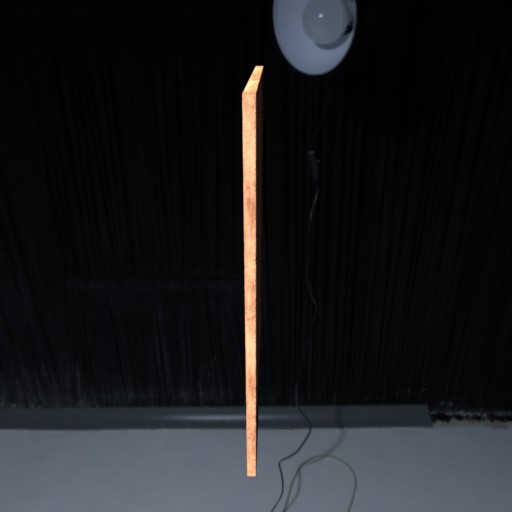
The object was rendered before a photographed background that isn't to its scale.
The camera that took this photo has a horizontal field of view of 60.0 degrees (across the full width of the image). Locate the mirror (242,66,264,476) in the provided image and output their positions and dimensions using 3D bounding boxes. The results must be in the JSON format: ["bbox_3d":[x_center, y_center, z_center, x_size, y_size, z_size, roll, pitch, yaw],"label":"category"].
[{"bbox_3d":[0.000,0.000,1.452,0.028,1.099,0.796,1,27,2],"label":"mirror"}]
